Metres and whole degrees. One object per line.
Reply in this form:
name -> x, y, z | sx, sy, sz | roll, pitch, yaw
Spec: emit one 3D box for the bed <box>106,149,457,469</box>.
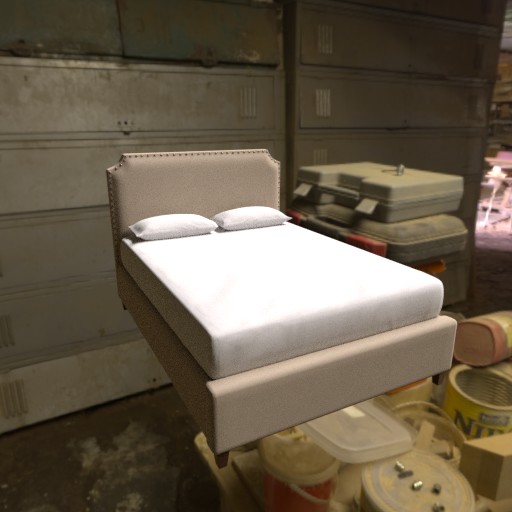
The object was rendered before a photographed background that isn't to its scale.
bed -> 0.000, 0.000, 3.357 | 1.703, 1.415, 2.329 | -9, 19, -27
